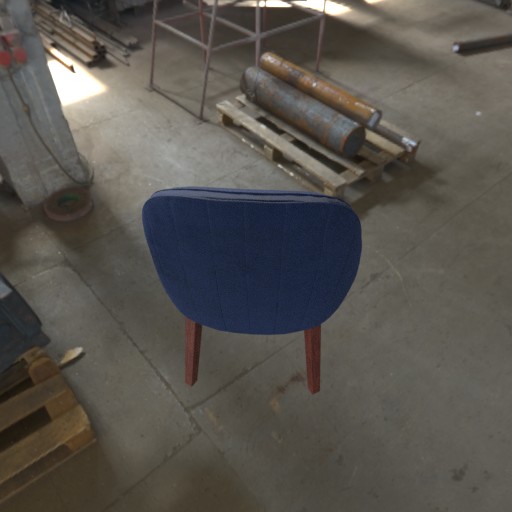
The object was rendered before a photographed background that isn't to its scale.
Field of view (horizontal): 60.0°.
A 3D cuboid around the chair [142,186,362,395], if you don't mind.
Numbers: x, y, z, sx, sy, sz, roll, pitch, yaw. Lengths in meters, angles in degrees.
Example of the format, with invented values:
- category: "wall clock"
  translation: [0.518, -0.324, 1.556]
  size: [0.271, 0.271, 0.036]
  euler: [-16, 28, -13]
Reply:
- category: "chair"
  translation: [0.000, 0.000, 1.338]
  size: [0.643, 0.889, 0.575]
  euler: [3, 46, 3]
